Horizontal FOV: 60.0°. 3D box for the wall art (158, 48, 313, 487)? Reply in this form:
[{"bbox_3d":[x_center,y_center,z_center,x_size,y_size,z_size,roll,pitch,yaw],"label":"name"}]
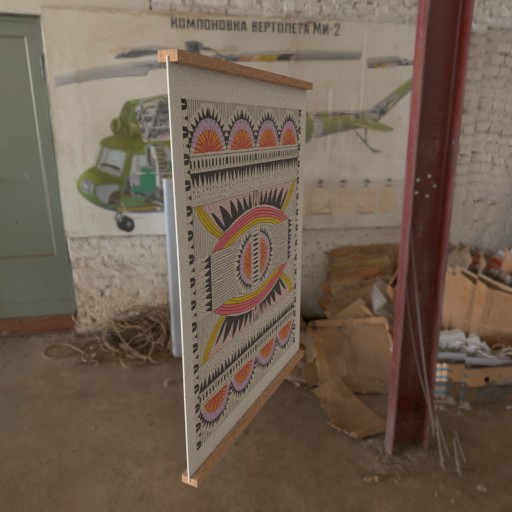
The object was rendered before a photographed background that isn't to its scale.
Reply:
[{"bbox_3d":[0.000,0.000,0.786,0.028,0.609,0.456,8,18,25],"label":"wall art"}]
